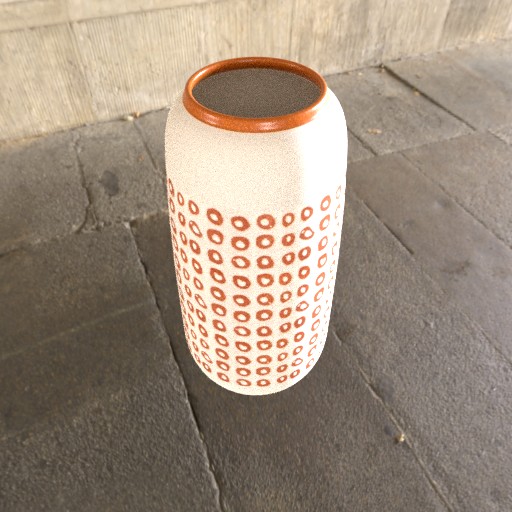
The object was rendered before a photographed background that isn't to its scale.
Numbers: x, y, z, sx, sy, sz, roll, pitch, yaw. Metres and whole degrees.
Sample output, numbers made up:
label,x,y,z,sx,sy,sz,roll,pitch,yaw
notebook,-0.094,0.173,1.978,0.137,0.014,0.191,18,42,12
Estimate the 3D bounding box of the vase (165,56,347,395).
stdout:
label,x,y,z,sx,sy,sz,roll,pitch,yaw
vase,0.000,0.000,0.355,0.133,0.282,0.133,0,46,0
